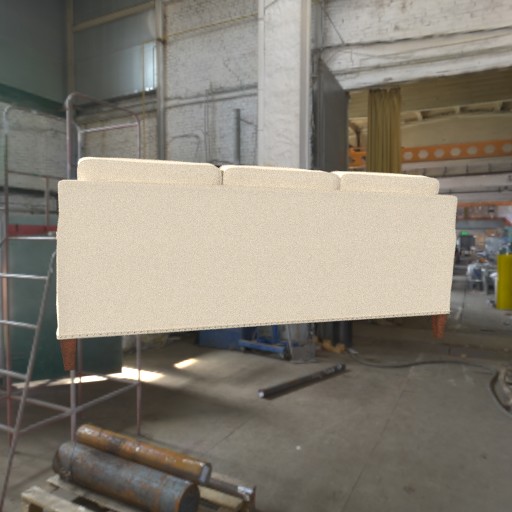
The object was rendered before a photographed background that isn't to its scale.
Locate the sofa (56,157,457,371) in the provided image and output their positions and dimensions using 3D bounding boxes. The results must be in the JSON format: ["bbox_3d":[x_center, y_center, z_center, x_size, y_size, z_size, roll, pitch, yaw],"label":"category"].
[{"bbox_3d":[0.000,0.000,2.767,2.246,1.003,1.084,-1,2,-19],"label":"sofa"}]
